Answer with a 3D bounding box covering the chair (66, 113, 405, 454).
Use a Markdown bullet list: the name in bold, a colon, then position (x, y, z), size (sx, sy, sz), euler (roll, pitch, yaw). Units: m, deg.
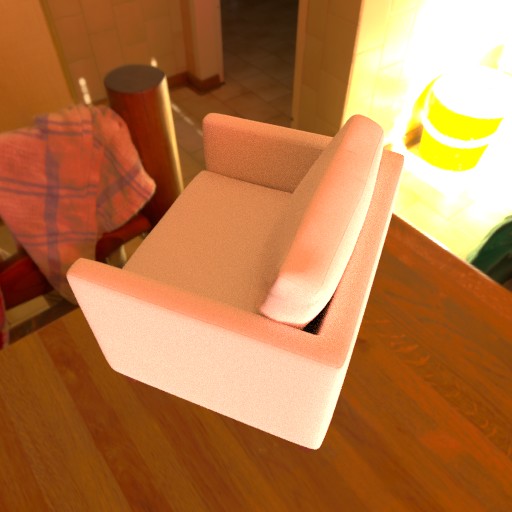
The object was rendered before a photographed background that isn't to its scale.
- **chair**: position (0.000, 0.000, 1.691), size (0.878, 0.885, 1.019), euler (17, 50, 14)
